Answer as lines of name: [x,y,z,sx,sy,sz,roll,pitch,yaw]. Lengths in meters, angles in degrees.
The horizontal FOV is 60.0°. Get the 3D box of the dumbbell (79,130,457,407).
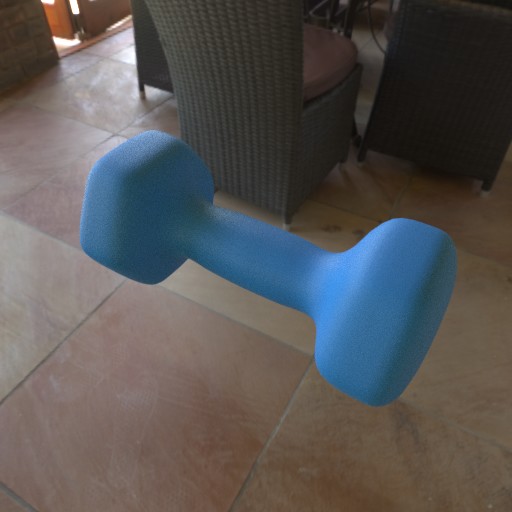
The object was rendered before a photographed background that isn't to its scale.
dumbbell: [0.000,0.000,0.187,0.152,0.066,0.074,24,50,22]
